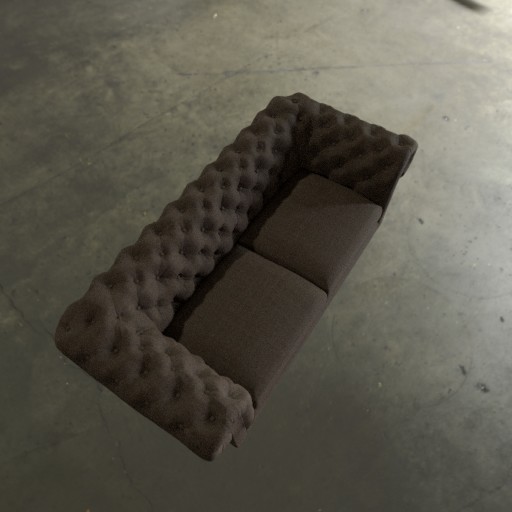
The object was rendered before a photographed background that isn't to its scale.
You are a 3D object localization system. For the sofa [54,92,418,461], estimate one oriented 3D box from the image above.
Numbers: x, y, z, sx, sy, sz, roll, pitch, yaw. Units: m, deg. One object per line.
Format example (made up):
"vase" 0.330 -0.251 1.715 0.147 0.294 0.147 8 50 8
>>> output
"sofa" 0.000 0.000 2.501 0.944 0.780 2.048 29 62 17
